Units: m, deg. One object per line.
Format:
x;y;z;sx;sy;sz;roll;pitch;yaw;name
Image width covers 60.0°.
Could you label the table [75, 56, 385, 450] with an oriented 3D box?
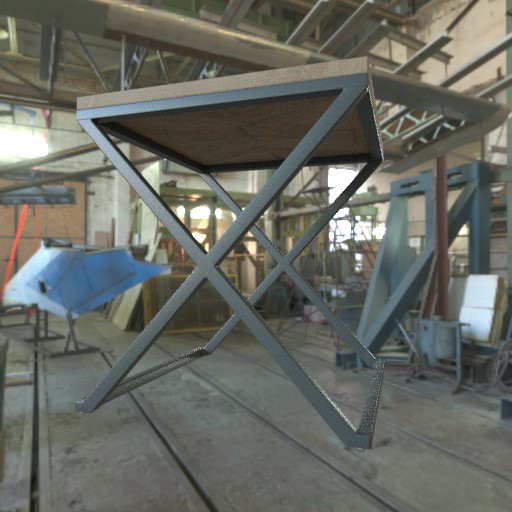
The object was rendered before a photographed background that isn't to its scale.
0.000;0.000;0.926;0.498;0.550;0.499;0;-1;18;table
